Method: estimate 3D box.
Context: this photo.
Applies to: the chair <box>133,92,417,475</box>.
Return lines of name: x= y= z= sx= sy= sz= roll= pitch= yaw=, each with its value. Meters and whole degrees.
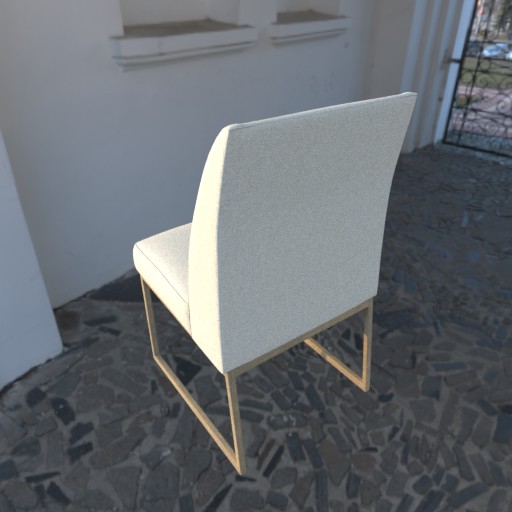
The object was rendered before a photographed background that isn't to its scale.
chair: x=0.000 y=0.000 z=1.187 sx=0.508 sy=0.863 sz=0.522 roll=-21 pitch=37 yaw=-30
